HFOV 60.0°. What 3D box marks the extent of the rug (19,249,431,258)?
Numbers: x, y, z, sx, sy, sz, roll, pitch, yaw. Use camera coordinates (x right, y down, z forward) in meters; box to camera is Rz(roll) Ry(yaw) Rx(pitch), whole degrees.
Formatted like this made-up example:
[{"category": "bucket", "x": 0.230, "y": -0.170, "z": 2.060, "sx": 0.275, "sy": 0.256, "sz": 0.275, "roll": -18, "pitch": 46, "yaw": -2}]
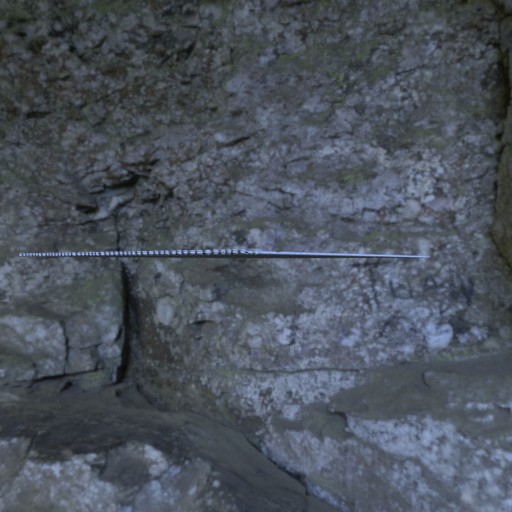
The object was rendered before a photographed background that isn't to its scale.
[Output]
[{"category": "rug", "x": 0.000, "y": 0.000, "z": 2.933, "sx": 1.613, "sy": 0.017, "sz": 2.312, "roll": 0, "pitch": -1, "yaw": 36}]
